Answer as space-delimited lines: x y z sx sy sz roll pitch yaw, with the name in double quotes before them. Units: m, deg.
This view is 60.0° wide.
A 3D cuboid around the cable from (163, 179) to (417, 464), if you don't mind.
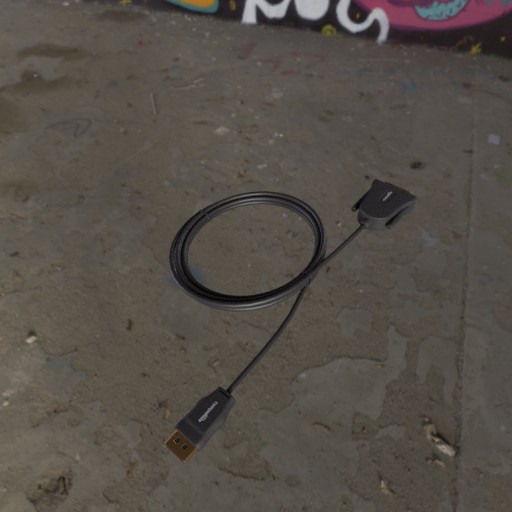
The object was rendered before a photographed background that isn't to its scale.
"cable" 0.000 0.000 0.339 0.136 0.015 0.281 31 54 26
